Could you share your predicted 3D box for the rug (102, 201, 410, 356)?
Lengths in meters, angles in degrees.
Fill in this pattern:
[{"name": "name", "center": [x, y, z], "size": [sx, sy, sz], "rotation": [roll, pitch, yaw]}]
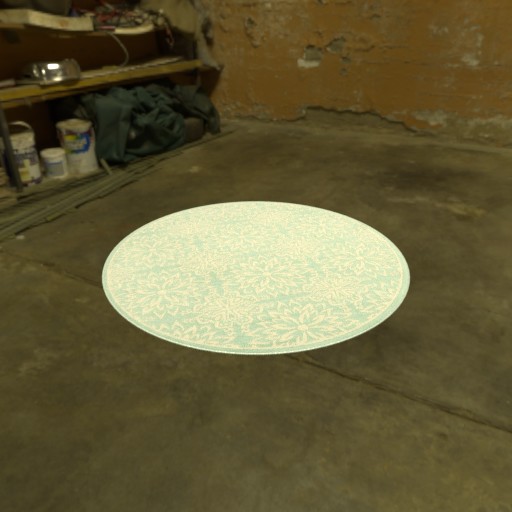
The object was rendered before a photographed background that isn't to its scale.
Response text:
[{"name": "rug", "center": [0.000, 0.000, 2.395], "size": [1.593, 0.012, 1.593], "rotation": [0, 28, 0]}]
